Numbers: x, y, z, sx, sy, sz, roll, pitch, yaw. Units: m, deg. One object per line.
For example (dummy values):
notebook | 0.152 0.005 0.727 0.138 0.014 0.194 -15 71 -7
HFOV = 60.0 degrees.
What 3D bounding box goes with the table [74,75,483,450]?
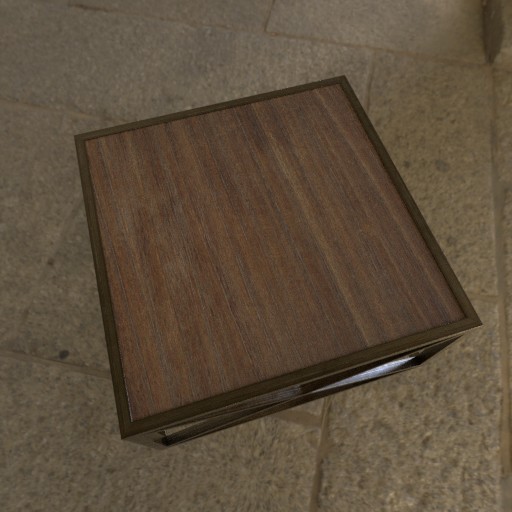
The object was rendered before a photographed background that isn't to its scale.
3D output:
table | 0.000 0.000 1.432 0.899 0.451 0.909 -15 64 -7
